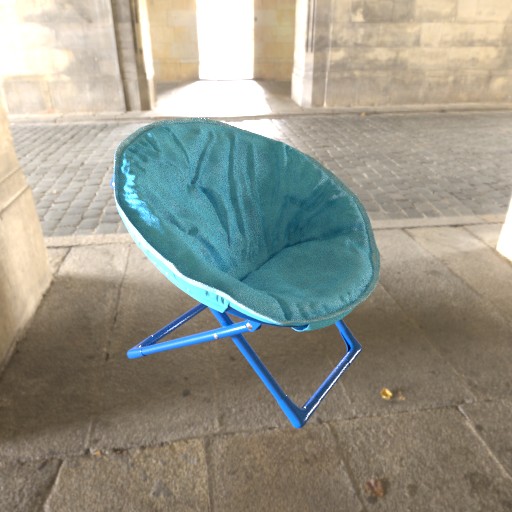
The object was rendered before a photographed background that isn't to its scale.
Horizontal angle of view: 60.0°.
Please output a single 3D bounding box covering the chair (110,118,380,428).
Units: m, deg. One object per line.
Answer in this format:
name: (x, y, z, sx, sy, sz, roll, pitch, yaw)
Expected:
chair: (0.000, 0.000, 0.878, 0.465, 0.478, 0.520, 18, 32, 31)
